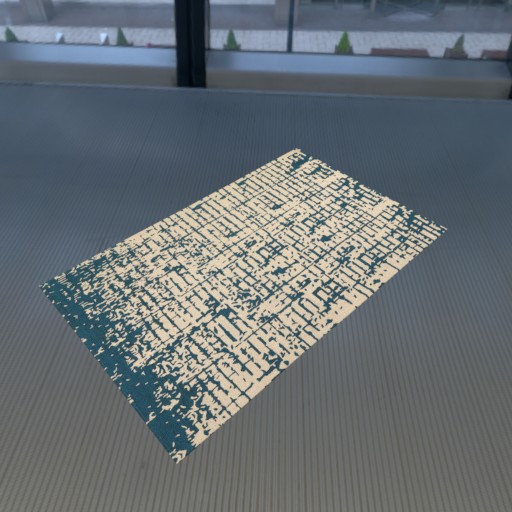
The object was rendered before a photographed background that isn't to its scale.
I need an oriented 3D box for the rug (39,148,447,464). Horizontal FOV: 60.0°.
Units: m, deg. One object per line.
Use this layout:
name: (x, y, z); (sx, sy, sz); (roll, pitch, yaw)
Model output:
rug: (0.000, 0.000, 3.067); (2.435, 0.011, 1.517); (-34, 54, -29)
